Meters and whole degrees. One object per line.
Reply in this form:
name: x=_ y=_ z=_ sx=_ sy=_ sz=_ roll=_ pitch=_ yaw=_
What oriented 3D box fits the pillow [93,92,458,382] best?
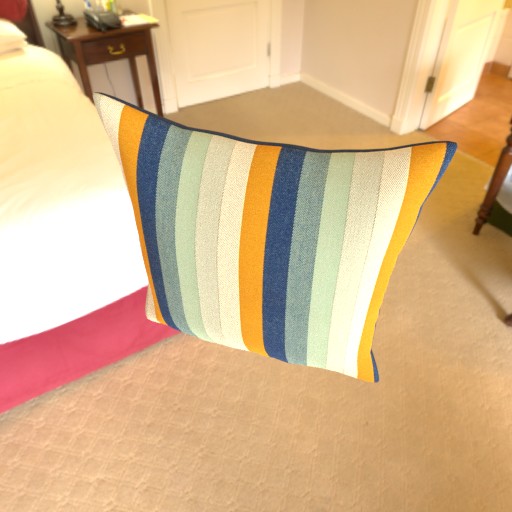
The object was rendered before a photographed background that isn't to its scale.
pillow: x=0.000 y=0.000 z=0.685 sx=0.463 sy=0.454 sz=0.173 roll=13 pitch=43 yaw=14
